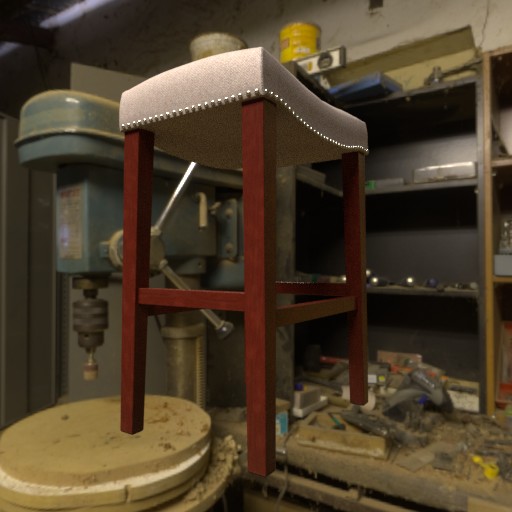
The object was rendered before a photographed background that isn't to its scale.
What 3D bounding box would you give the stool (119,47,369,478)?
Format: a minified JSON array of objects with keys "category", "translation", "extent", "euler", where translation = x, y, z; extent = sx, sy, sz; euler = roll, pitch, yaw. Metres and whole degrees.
[{"category":"stool","translation":[0.000,0.000,1.033],"extent":[0.372,0.742,0.504],"euler":[-1,-1,34]}]
